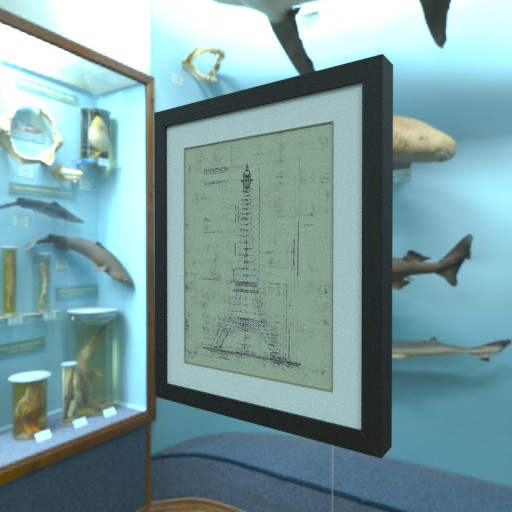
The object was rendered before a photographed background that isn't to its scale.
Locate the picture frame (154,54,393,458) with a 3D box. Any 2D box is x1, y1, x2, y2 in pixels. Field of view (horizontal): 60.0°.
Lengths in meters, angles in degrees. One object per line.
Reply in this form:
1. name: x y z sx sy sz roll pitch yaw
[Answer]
1. picture frame: 0.000 0.000 0.755 0.452 0.555 0.044 0 1 35
